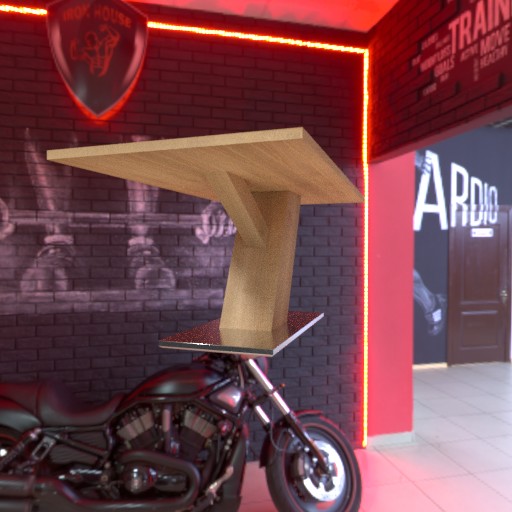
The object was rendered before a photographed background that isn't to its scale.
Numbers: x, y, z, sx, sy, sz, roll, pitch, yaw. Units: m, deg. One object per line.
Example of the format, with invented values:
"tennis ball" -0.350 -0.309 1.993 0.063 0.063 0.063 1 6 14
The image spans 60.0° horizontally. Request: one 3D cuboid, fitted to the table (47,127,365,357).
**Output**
"table" 0.000 0.000 2.235 0.900 0.750 1.800 0 1 19
